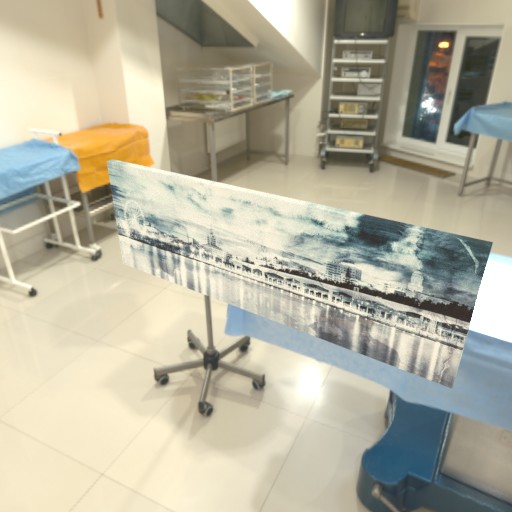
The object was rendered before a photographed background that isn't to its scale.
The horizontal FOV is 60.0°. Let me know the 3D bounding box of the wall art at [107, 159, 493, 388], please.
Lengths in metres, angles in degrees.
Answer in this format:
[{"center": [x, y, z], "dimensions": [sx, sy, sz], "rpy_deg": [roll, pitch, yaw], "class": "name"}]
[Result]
[{"center": [0.000, 0.000, 1.685], "dimensions": [1.524, 0.509, 0.037], "rpy_deg": [17, 32, 29], "class": "wall art"}]
